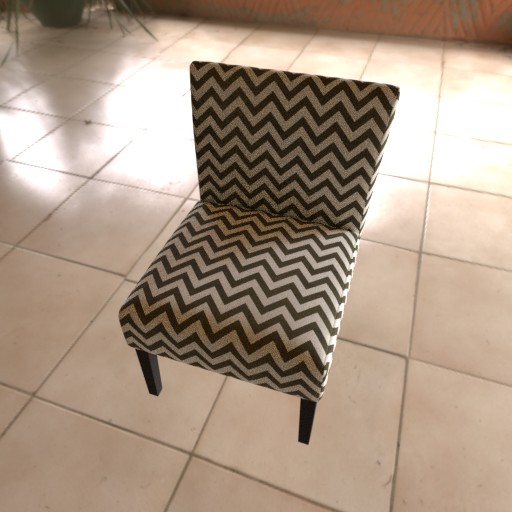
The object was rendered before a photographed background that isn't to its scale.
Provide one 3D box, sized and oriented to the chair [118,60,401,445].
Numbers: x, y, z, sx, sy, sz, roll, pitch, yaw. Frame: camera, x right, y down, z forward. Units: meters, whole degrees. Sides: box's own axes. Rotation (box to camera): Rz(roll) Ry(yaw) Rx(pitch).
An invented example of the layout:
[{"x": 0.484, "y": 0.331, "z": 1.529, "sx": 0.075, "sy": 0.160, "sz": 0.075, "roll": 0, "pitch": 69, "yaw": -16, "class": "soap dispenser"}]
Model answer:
[{"x": 0.000, "y": 0.000, "z": 1.281, "sx": 0.589, "sy": 0.838, "sz": 0.648, "roll": 13, "pitch": 45, "yaw": 13, "class": "chair"}]
